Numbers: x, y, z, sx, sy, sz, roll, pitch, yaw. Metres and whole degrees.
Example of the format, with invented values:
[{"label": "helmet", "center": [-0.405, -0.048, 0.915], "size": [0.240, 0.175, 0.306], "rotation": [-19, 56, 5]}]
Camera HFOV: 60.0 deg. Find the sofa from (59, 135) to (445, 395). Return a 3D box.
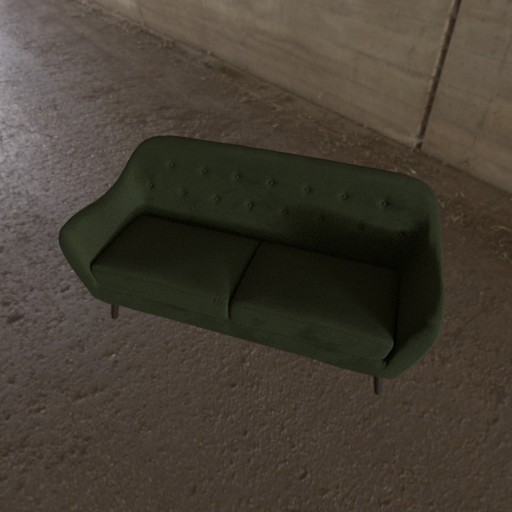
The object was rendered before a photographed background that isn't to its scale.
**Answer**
[{"label": "sofa", "center": [0.000, 0.000, 2.356], "size": [1.840, 0.836, 0.820], "rotation": [13, 43, 14]}]
